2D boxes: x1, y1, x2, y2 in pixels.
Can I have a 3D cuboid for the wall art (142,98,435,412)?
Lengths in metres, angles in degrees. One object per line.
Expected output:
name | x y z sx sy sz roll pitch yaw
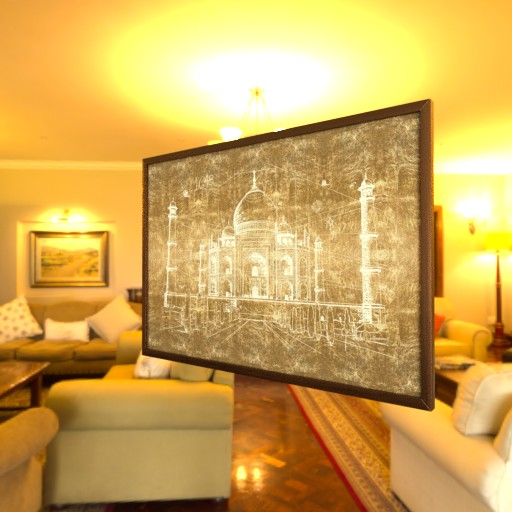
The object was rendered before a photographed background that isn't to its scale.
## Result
wall art | 0.000 0.000 0.563 0.431 0.304 0.012 0 -1 37
